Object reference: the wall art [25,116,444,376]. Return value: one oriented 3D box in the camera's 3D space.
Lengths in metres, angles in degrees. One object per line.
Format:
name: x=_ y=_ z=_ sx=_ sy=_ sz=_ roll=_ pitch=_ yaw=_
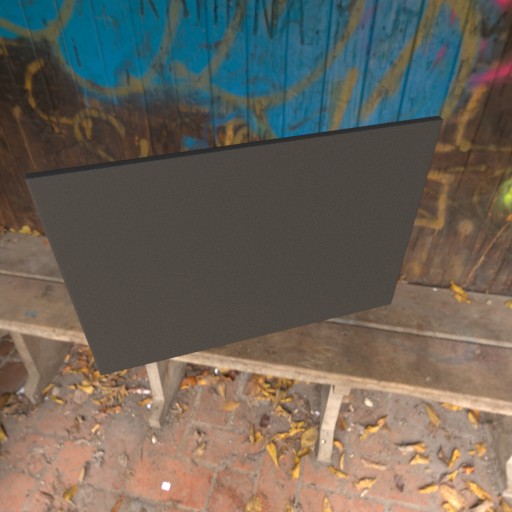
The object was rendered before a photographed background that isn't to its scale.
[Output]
wall art: x=0.000 y=0.000 z=1.200 sx=0.958 sy=0.656 sz=0.026 roll=-11 pitch=42 yaw=-13
